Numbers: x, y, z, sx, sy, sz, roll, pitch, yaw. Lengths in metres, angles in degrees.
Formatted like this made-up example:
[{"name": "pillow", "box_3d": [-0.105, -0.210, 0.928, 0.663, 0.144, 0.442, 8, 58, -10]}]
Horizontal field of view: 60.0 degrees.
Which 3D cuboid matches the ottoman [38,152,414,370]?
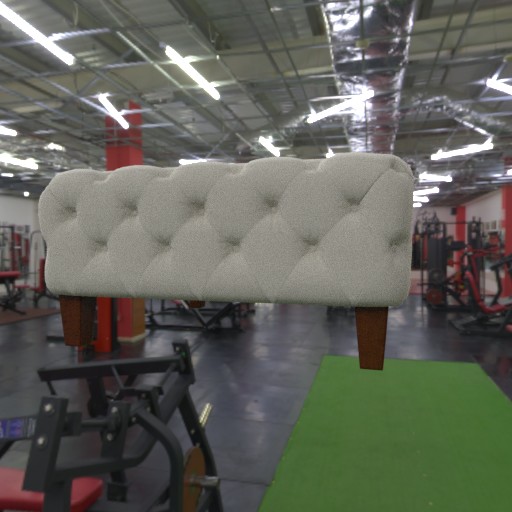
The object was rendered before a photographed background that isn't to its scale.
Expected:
[{"name": "ottoman", "box_3d": [0.000, 0.000, 1.162, 0.755, 0.376, 0.753, 0, 1, 17]}]
